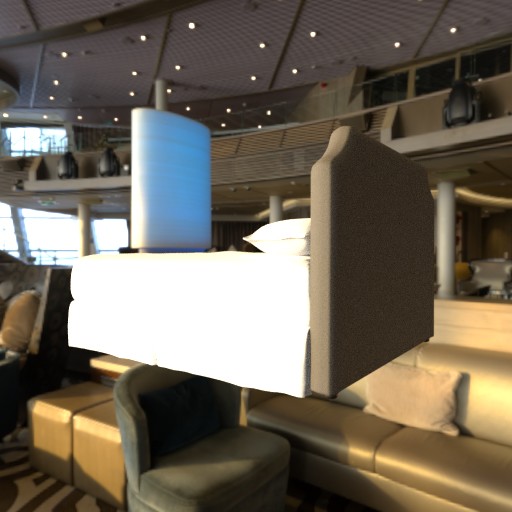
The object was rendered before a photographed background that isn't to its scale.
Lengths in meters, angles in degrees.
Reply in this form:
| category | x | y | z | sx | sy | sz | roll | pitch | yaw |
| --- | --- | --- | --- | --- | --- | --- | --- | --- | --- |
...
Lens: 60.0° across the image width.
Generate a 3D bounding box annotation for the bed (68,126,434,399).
| category | x | y | z | sx | sy | sz | roll | pitch | yaw |
| --- | --- | --- | --- | --- | --- | --- | --- | --- | --- |
| bed | 0.000 | 0.000 | 3.944 | 2.536 | 1.561 | 2.194 | 0 | 1 | 36 |
